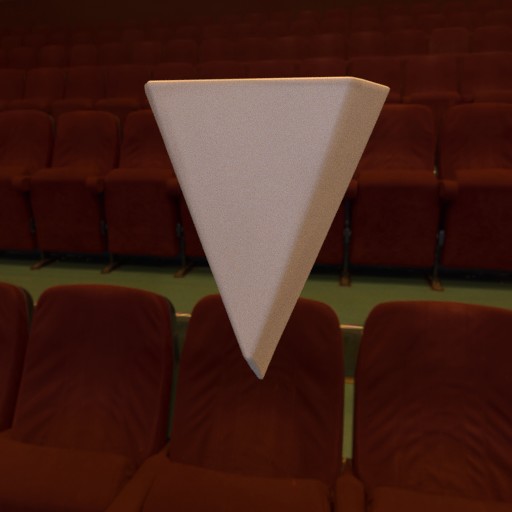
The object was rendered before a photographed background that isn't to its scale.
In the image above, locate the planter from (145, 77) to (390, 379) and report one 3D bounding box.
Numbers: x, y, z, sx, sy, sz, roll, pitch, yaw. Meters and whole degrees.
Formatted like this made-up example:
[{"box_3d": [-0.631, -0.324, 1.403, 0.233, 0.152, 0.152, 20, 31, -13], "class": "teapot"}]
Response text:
[{"box_3d": [0.000, 0.000, 0.273, 0.150, 0.197, 0.060, 3, 16, 9], "class": "planter"}]
